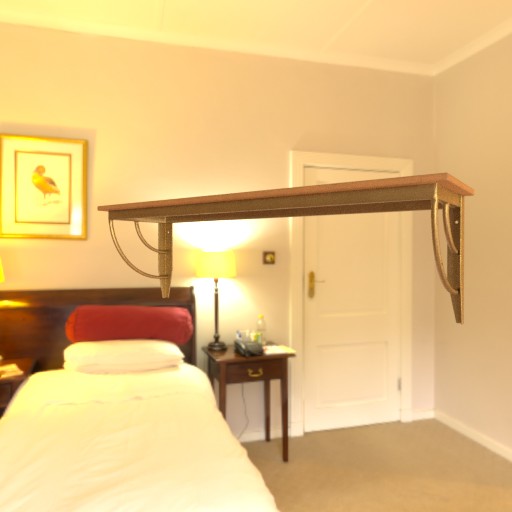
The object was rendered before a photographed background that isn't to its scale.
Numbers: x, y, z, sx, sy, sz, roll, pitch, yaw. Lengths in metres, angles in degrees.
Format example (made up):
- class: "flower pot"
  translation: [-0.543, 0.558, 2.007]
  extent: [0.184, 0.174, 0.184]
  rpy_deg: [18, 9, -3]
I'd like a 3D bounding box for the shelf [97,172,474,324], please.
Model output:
- class: "shelf"
  translation: [0.000, 0.000, 0.742]
  extent: [0.636, 0.190, 0.166]
  rpy_deg: [0, 1, 35]
